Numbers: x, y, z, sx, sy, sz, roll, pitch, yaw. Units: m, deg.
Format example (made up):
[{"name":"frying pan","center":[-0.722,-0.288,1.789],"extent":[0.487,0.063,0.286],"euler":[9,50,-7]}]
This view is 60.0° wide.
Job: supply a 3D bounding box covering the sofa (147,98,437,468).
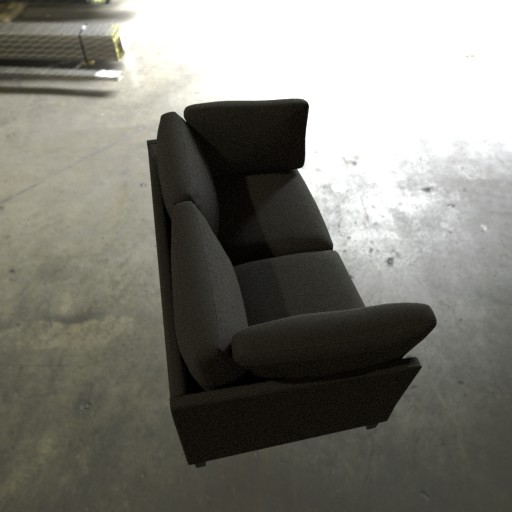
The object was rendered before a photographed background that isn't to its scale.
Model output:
[{"name":"sofa","center":[0.000,0.000,2.308],"extent":[0.969,0.920,1.751],"euler":[-9,48,-8]}]
